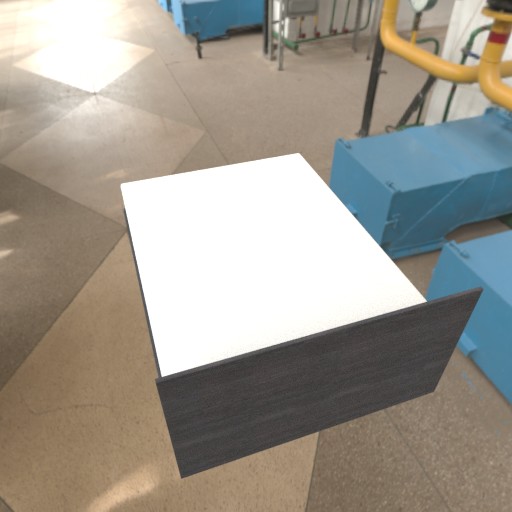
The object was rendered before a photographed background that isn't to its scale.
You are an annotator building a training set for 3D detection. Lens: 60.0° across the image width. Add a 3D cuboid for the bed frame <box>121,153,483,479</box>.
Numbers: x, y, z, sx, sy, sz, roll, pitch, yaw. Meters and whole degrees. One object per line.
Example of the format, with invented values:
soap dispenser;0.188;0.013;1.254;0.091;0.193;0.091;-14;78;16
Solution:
bed frame;0.000;0.000;2.658;1.400;0.800;1.900;-13;43;-14
